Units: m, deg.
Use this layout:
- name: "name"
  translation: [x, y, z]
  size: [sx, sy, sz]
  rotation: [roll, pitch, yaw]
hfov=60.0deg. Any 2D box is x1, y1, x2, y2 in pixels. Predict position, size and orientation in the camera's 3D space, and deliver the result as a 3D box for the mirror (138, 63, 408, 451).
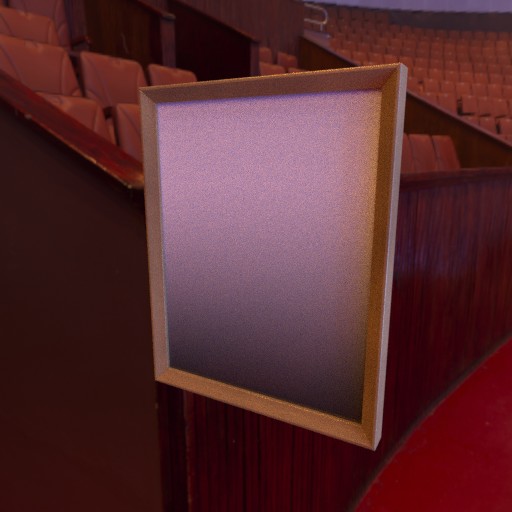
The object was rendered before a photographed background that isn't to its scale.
- name: "mirror"
  translation: [0.000, 0.000, 0.679]
  size: [0.406, 0.509, 0.041]
  rotation: [7, 15, 29]
